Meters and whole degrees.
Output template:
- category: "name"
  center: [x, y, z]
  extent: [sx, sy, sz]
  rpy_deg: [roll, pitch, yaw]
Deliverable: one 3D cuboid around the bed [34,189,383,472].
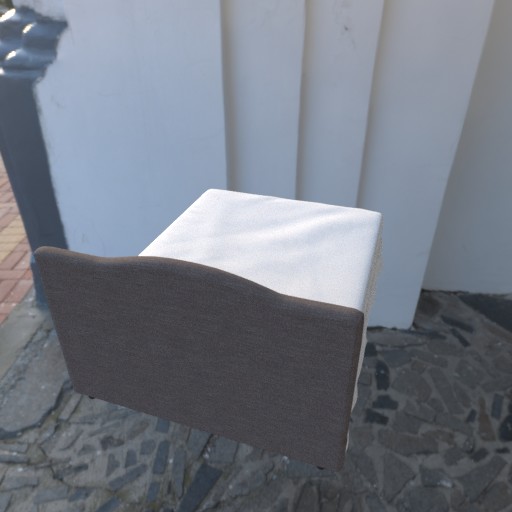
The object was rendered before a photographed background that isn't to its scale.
- category: "bed"
  center: [0.000, 0.000, 3.896]
  extent: [2.161, 1.457, 2.689]
  rpy_deg: [10, 34, 16]
